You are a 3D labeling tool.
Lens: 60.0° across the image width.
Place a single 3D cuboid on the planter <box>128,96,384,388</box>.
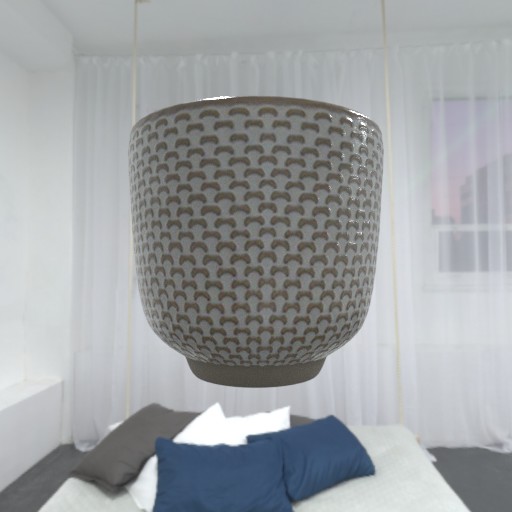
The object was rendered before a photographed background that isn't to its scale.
[{"bbox_3d":[0.000,0.000,0.249,0.139,0.130,0.139,0,-2,0],"label":"planter"}]
